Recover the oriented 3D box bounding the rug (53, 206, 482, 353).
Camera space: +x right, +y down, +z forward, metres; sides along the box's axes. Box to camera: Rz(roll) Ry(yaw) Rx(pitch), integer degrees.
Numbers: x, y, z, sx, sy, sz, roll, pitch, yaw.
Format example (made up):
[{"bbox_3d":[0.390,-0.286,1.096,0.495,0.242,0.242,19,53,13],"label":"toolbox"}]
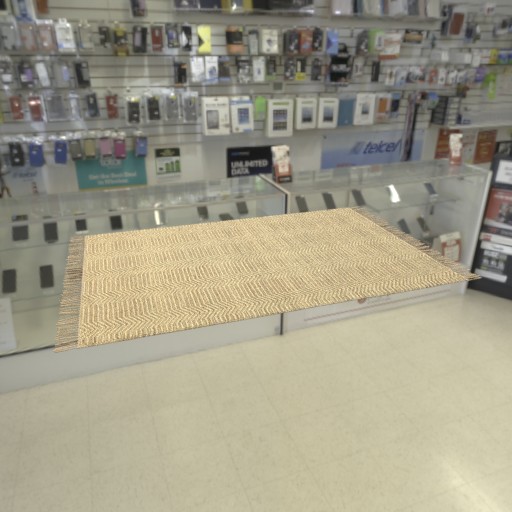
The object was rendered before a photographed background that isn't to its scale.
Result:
[{"bbox_3d":[0.000,0.000,3.093,2.523,0.034,1.528,-8,25,-16],"label":"rug"}]
